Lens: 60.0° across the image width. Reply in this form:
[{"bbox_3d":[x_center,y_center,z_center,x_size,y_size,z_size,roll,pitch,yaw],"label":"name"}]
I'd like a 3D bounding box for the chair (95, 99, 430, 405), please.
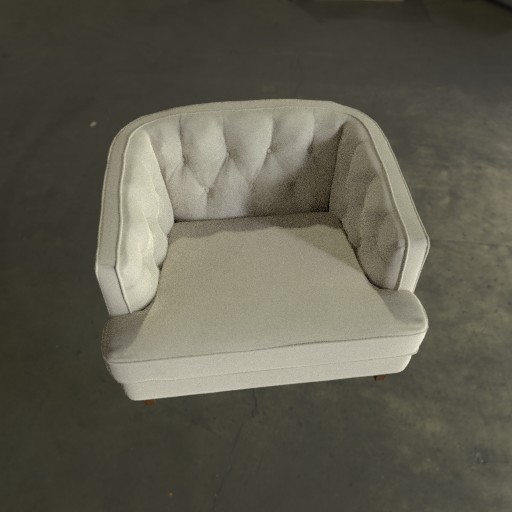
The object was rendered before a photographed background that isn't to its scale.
[{"bbox_3d":[0.000,0.000,1.764,1.104,0.852,0.941,-5,46,-5],"label":"chair"}]
